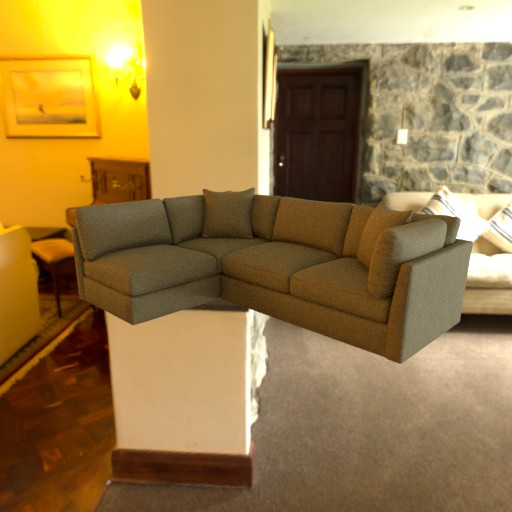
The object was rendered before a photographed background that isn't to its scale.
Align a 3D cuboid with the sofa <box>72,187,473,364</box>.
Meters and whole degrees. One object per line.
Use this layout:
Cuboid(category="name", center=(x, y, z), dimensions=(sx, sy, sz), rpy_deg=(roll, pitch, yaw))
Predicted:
Cuboid(category="sofa", center=(0.000, 0.000, 3.859), dimensions=(2.896, 0.978, 1.994), rpy_deg=(14, 20, 43))
